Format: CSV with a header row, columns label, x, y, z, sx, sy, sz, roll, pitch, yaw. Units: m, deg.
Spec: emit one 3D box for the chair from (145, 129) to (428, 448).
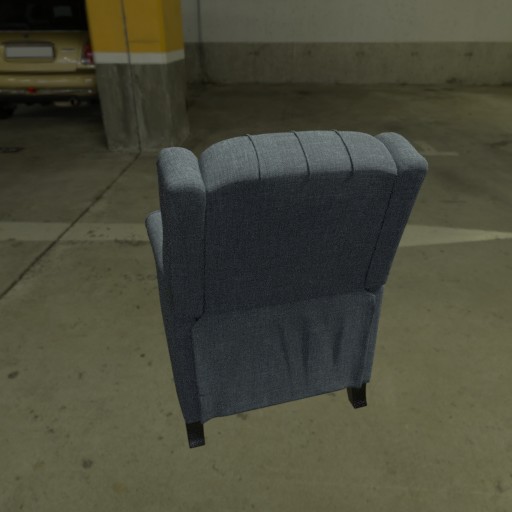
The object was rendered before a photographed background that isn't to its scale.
label,x,y,z,sx,sy,sz,roll,pitch,yaw
chair,0.000,0.000,1.624,0.742,1.035,0.898,-8,29,-15
